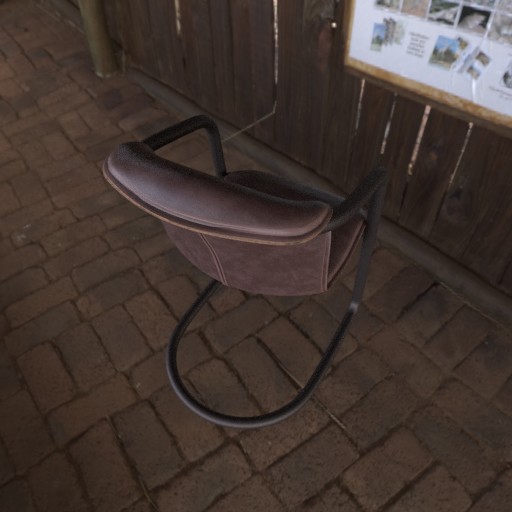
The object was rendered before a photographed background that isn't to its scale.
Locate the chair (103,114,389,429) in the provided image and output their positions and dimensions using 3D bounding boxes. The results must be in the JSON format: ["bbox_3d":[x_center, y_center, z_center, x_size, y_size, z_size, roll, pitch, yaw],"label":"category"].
[{"bbox_3d":[0.000,0.000,1.236,0.536,0.836,0.664,22,50,20],"label":"chair"}]
